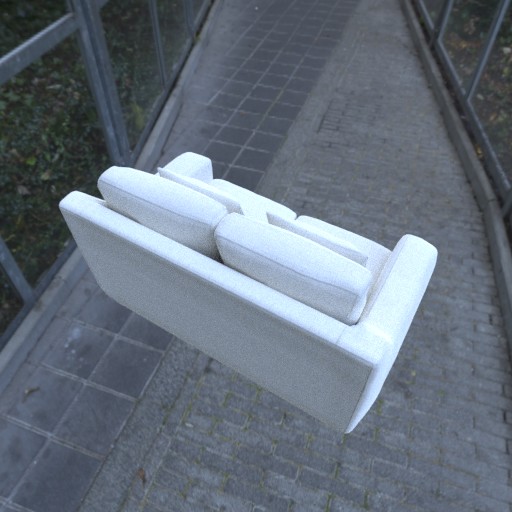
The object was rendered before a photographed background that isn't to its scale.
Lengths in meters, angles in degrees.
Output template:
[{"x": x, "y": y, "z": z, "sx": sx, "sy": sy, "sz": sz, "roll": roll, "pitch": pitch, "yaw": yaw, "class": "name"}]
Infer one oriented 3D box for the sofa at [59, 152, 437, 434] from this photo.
[{"x": 0.000, "y": 0.000, "z": 2.435, "sx": 1.744, "sy": 1.047, "sz": 1.040, "roll": 25, "pitch": 51, "yaw": 22, "class": "sofa"}]
